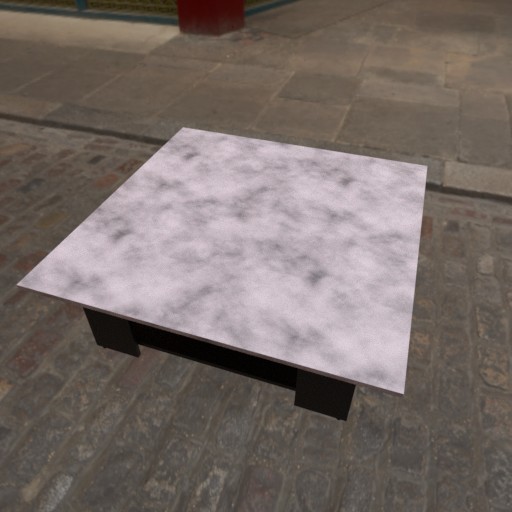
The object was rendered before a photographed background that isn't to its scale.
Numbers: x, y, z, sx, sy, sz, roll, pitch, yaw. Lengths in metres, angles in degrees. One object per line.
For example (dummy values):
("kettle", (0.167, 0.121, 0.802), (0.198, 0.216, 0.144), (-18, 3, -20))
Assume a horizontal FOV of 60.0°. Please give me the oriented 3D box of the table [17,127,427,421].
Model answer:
("table", (0.000, 0.000, 1.353), (0.890, 0.305, 0.890), (13, 43, 14))
